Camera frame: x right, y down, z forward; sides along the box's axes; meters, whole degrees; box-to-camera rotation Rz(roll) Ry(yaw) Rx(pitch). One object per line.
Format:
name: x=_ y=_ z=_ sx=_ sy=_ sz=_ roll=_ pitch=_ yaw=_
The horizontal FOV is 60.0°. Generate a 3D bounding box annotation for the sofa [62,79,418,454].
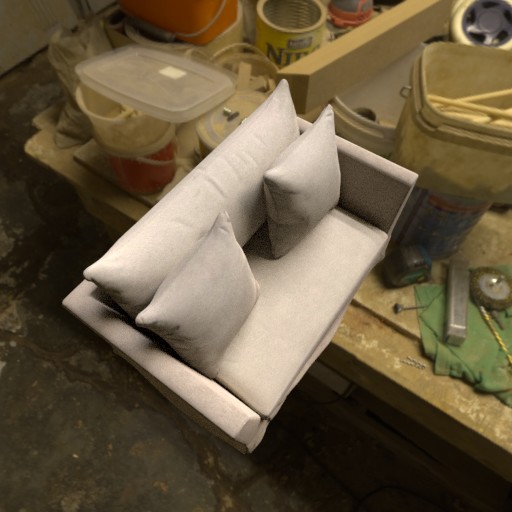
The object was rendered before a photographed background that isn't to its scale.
sofa: x=0.000 y=0.000 z=2.311 sx=1.035 sy=1.040 sz=1.608 roll=32 pitch=64 yaw=18
